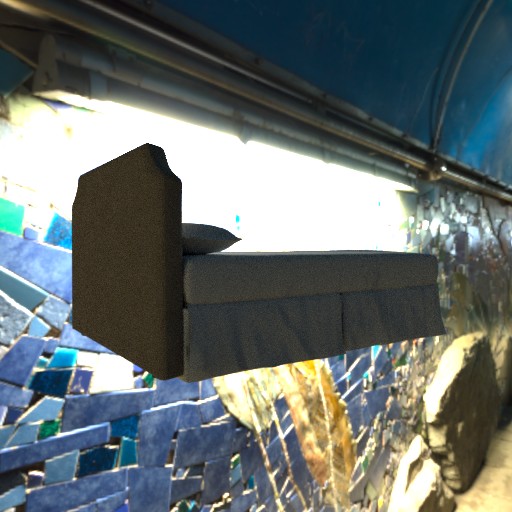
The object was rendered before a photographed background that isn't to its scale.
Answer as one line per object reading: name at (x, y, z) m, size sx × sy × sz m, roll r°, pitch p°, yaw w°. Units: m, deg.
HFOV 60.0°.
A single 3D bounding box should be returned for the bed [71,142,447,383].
bed at (0.000, 0.000, 3.687) m, size 2.498 × 1.293 × 1.977 m, roll -1°, pitch 1°, yaw -36°
